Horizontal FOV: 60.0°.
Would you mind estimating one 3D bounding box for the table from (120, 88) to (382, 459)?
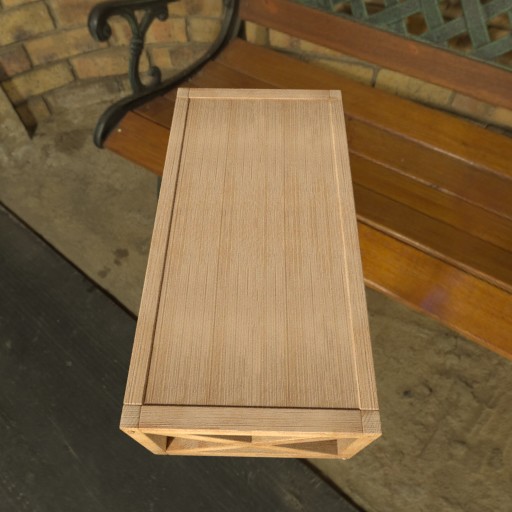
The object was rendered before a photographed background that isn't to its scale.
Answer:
[{"bbox_3d":[0.000,0.000,1.643,0.660,0.457,1.321,1,58,1],"label":"table"}]
